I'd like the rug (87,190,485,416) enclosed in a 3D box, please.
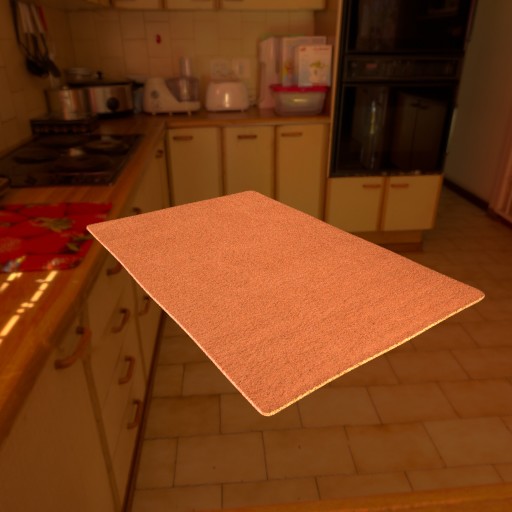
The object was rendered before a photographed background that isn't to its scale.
[{"bbox_3d":[0.000,0.000,3.412,1.801,0.024,2.700,-17,31,-31],"label":"rug"}]
